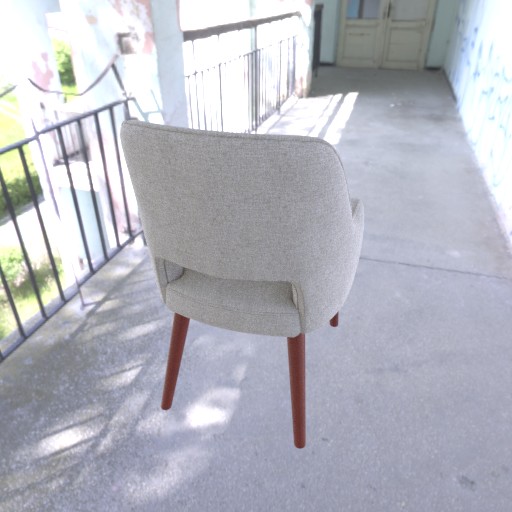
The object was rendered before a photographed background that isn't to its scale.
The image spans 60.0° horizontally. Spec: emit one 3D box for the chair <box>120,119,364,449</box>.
[{"bbox_3d":[0.000,0.000,1.230,0.548,0.849,0.605,10,33,15],"label":"chair"}]
